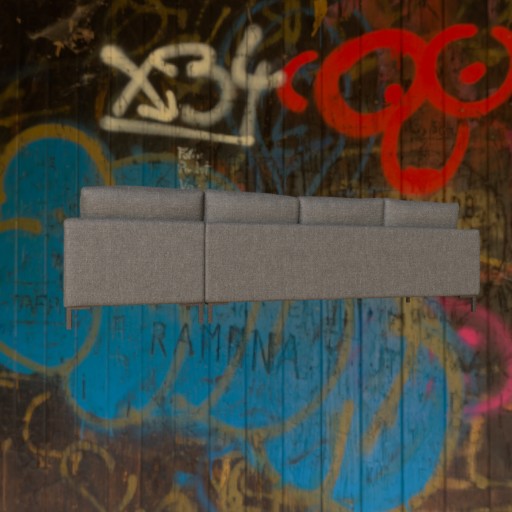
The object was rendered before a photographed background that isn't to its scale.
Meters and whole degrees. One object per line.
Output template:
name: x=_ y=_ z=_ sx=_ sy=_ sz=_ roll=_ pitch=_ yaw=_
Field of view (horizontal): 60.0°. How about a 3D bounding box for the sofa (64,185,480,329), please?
sofa: x=0.000 y=0.000 z=3.853 sx=2.972 sy=0.858 sz=1.984 roll=0 pitch=-1 yaw=-17
